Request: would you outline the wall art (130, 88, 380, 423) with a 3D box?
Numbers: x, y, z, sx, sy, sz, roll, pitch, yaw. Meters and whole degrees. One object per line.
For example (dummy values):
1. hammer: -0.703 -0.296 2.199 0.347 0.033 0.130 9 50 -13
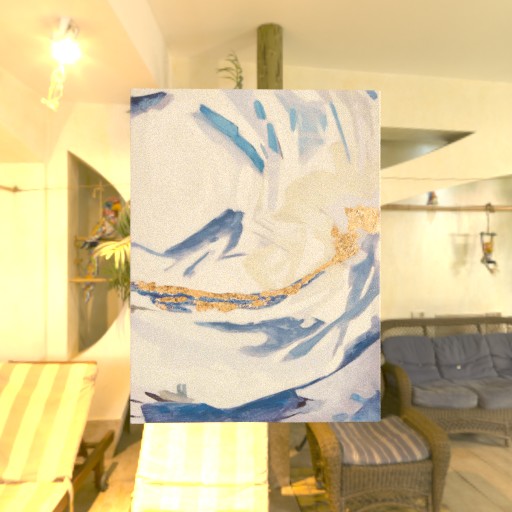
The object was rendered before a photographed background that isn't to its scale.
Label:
1. wall art: 0.000 0.000 1.365 0.761 1.015 0.038 0 0 -1
